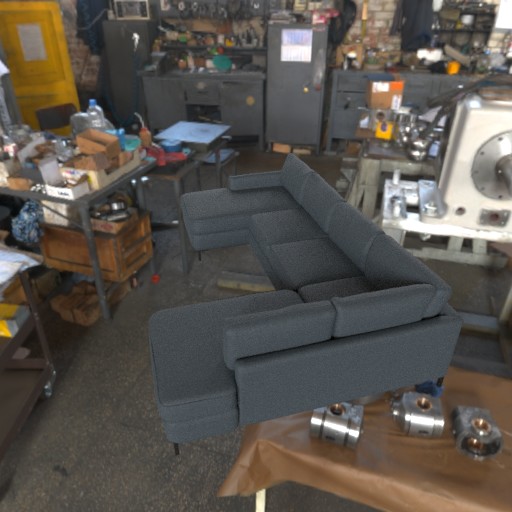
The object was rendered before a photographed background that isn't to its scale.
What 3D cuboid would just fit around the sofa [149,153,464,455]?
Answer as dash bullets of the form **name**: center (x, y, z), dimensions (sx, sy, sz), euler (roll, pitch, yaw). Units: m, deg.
- **sofa**: center (0.000, 0.000, 3.889), dimensions (1.984, 0.858, 2.975), euler (-9, 32, -14)
